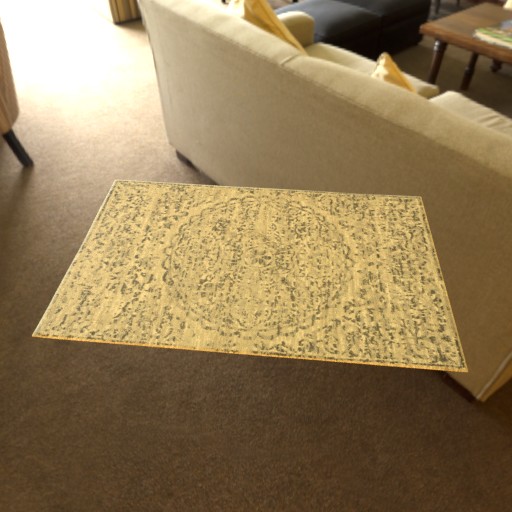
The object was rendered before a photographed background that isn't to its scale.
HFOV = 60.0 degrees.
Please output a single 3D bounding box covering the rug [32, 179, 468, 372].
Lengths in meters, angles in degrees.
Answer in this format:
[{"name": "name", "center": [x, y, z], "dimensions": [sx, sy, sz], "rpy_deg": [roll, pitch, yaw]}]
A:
[{"name": "rug", "center": [0.000, 0.000, 3.002], "dimensions": [2.447, 0.021, 1.527], "rpy_deg": [4, 46, 4]}]
